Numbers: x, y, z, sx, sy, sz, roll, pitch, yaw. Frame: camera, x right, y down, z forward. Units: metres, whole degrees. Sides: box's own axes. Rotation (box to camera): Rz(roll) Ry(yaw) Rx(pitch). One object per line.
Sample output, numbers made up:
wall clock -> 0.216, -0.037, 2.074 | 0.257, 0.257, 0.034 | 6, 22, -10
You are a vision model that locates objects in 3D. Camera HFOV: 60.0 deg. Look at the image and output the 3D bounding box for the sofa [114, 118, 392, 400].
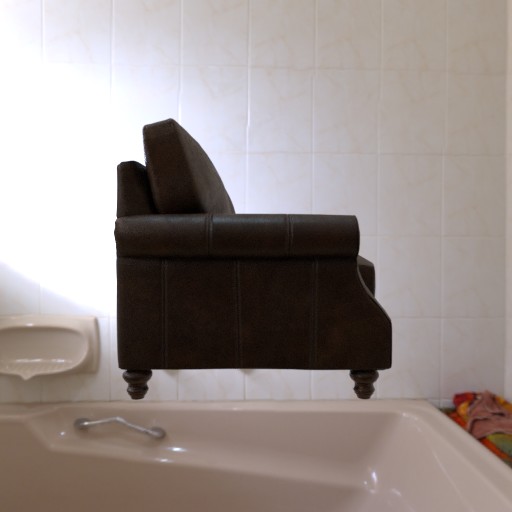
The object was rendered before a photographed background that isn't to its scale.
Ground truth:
sofa -> 0.000, 0.000, 2.227 | 0.990, 0.976, 1.616 | 0, 1, 0
